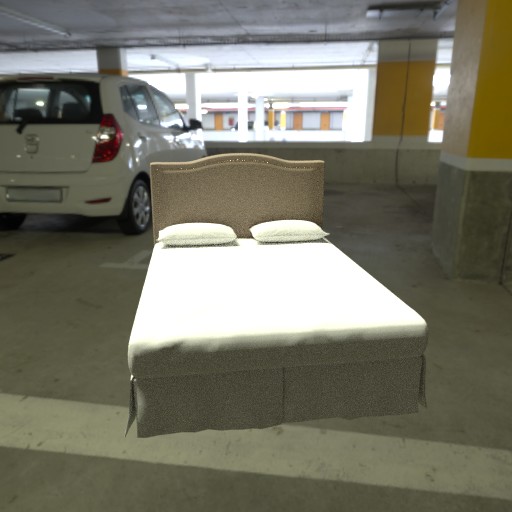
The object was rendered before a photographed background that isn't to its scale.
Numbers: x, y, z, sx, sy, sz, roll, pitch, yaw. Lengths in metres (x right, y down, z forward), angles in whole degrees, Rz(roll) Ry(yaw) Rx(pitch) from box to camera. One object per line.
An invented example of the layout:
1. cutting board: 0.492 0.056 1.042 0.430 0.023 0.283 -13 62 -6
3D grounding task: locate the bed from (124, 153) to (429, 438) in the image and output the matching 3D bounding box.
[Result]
1. bed: 0.000 0.000 3.452 1.821 1.436 2.282 -2 17 -8
